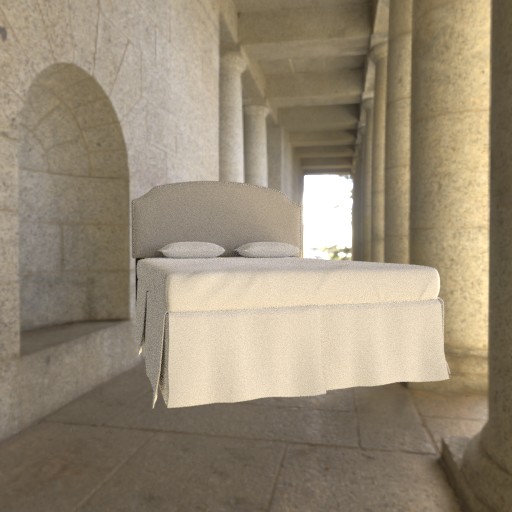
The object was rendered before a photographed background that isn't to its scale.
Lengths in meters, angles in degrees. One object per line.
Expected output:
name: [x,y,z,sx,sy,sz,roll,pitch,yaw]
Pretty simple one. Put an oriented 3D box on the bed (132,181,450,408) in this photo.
bed: [0.000,0.000,3.005,1.558,1.270,1.999,0,1,-19]
